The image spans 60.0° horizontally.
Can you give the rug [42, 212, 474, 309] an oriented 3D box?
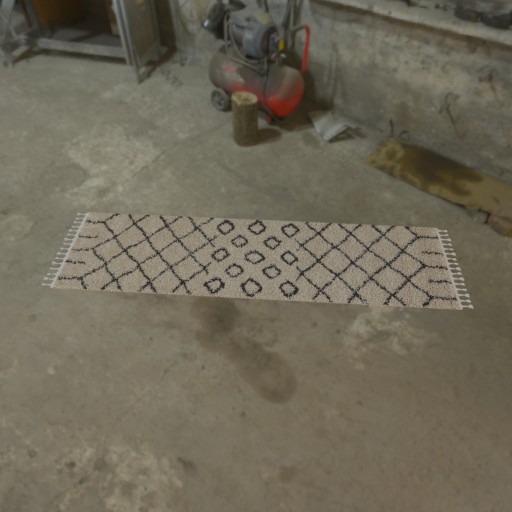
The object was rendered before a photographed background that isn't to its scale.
[{"bbox_3d":[0.000,0.000,2.731,2.464,0.005,0.660,3,47,3],"label":"rug"}]
